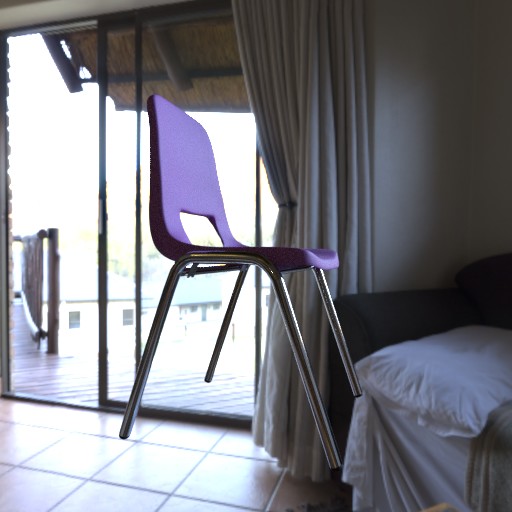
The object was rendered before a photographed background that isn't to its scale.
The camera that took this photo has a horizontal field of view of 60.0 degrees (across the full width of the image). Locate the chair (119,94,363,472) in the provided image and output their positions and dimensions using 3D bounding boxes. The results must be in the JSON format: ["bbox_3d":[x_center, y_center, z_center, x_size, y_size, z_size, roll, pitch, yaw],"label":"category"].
[{"bbox_3d":[0.000,0.000,0.686,0.301,0.493,0.291,0,0,18],"label":"chair"}]
